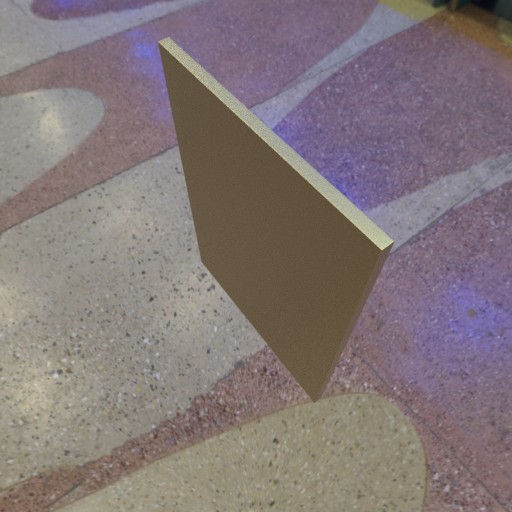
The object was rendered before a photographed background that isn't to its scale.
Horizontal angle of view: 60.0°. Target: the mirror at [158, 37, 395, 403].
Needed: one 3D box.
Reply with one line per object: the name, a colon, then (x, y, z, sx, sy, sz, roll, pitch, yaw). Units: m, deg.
mirror: (0.000, 0.000, 1.351, 0.032, 1.023, 0.756, -32, 63, -19)
